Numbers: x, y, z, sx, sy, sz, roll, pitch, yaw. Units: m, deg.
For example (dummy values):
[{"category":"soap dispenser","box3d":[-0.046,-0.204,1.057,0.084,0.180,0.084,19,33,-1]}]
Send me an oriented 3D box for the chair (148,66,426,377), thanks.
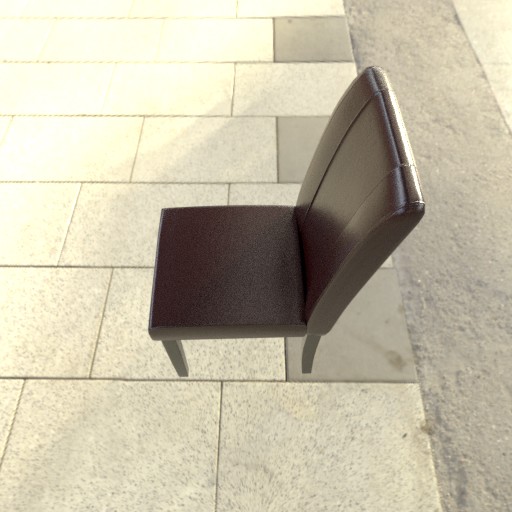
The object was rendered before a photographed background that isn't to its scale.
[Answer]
[{"category":"chair","box3d":[0.000,0.000,1.189,0.556,0.897,0.399,-1,58,-1]}]
